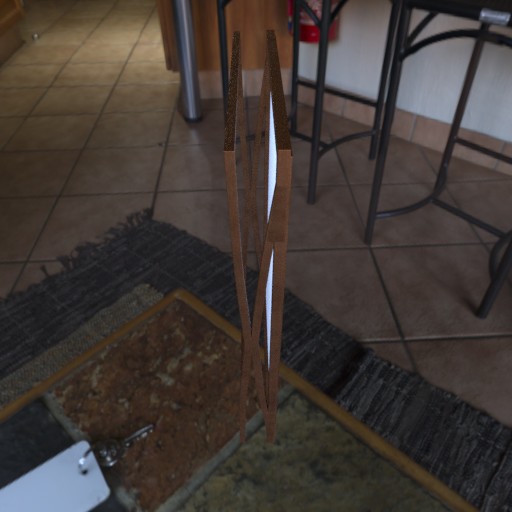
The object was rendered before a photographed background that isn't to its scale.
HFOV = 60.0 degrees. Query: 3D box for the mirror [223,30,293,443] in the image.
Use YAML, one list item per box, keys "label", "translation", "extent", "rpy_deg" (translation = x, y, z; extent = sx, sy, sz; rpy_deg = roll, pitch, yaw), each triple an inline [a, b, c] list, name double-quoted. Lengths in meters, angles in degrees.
- label: "mirror"
  translation: [0.000, 0.000, 0.952]
  extent: [0.082, 0.768, 0.468]
  rpy_deg: [0, 43, 0]
